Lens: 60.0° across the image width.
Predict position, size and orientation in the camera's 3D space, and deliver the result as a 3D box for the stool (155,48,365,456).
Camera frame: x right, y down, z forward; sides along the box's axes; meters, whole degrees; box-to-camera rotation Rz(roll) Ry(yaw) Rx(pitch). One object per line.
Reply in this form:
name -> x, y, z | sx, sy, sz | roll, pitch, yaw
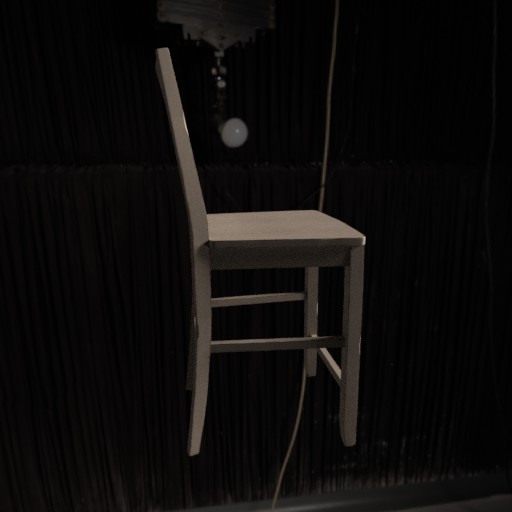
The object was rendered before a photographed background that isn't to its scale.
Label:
stool -> 0.000, 0.000, 1.355 | 0.539, 1.079, 0.462 | -2, 15, -9
